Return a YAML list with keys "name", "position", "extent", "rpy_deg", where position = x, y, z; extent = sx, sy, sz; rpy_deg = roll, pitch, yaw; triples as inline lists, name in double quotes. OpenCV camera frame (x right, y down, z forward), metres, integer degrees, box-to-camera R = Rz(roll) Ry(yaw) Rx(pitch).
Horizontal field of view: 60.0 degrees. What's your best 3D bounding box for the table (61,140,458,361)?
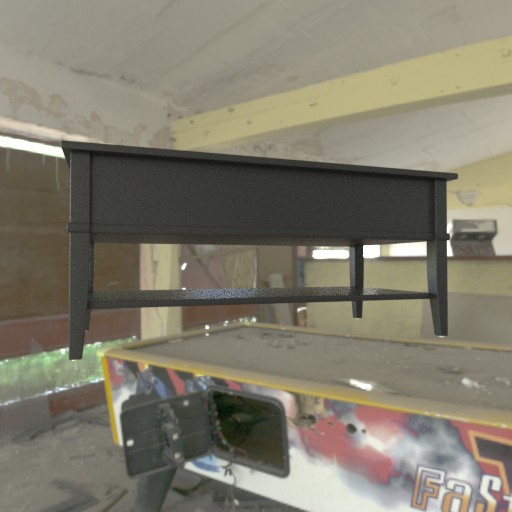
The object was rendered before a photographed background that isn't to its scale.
- name: "table"
  position: [0.000, 0.000, 1.342]
  extent: [1.044, 0.470, 0.523]
  rpy_deg: [0, -1, -19]
